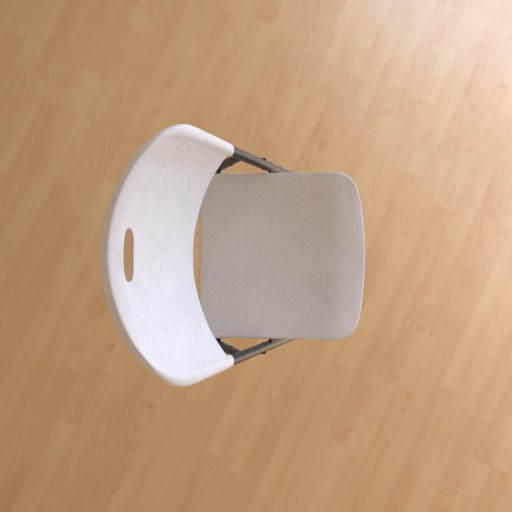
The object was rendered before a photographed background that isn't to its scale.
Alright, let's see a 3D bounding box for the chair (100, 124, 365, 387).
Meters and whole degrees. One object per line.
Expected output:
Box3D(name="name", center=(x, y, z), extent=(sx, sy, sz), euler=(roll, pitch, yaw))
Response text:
Box3D(name="chair", center=(0.000, 0.000, 1.163), extent=(0.566, 0.810, 0.494), euler=(0, 90, -2))
